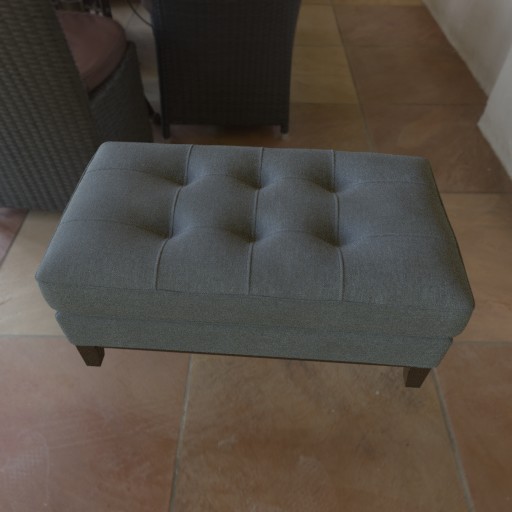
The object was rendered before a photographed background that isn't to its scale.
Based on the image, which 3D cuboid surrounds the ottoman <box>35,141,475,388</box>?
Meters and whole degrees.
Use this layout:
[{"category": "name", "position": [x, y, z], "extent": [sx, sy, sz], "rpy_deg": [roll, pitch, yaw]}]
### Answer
[{"category": "ottoman", "position": [0.000, 0.000, 1.453], "extent": [1.143, 0.514, 0.648], "rpy_deg": [3, 48, 3]}]
